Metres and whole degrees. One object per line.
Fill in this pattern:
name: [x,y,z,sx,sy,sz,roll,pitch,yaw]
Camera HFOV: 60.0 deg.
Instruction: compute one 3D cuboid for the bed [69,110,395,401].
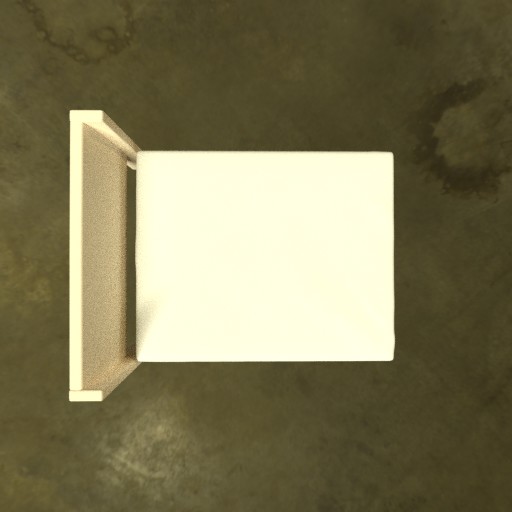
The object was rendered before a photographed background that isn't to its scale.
bed: [0.000,0.000,3.419,2.280,1.471,1.765,0,90,-1]
